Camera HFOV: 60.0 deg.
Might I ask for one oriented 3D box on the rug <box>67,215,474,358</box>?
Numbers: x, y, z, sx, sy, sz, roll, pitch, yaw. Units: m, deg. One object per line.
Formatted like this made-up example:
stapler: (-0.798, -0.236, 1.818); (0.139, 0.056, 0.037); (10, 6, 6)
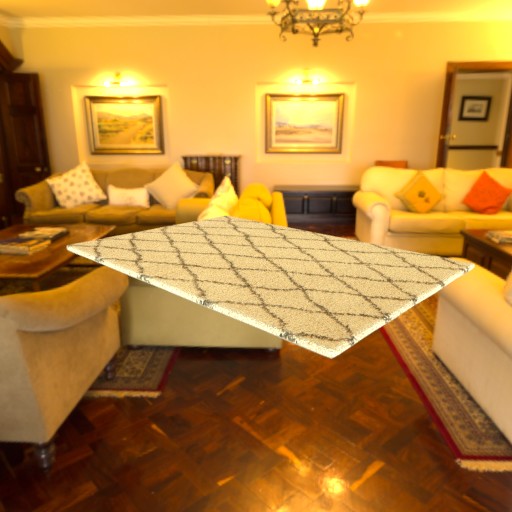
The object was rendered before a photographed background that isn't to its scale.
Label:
rug: (0.000, 0.000, 2.312); (1.778, 0.030, 1.219); (15, 22, 41)
